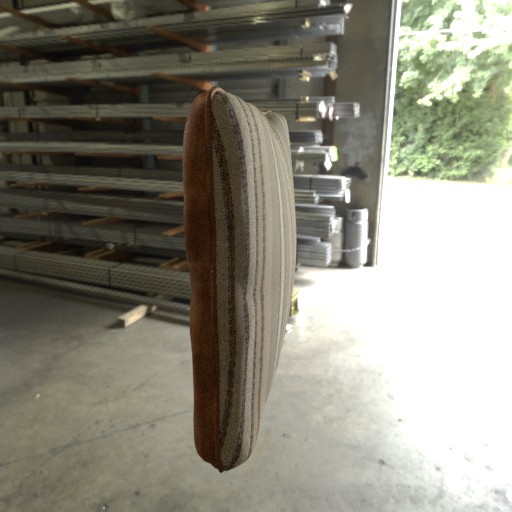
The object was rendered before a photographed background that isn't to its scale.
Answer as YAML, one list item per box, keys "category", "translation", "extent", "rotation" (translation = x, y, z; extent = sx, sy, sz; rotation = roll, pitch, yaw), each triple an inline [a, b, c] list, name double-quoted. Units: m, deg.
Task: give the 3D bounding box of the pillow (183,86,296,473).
- category: "pillow"
  translation: [0.000, 0.000, 0.739]
  extent: [0.130, 0.490, 0.489]
  rotation: [3, 15, 10]
